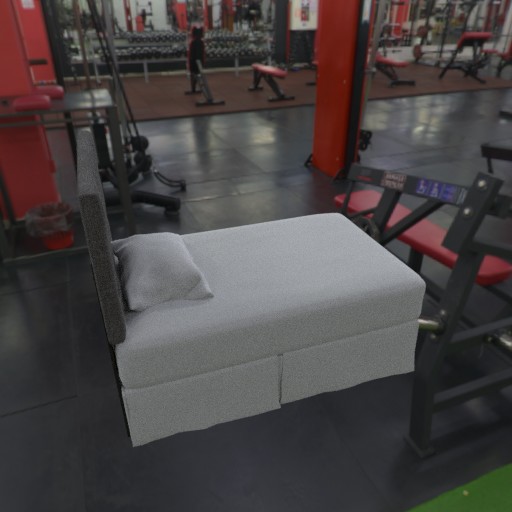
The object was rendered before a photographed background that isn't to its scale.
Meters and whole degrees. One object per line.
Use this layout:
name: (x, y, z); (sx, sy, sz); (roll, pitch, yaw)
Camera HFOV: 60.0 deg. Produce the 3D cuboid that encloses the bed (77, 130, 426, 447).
bed: (0.000, 0.000, 2.967); (1.997, 1.571, 1.261); (-10, 31, -17)
